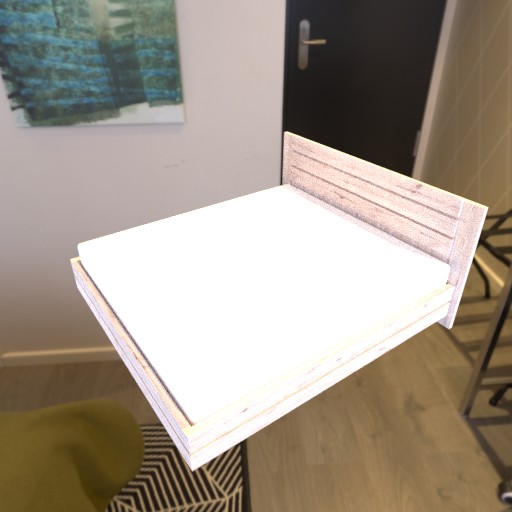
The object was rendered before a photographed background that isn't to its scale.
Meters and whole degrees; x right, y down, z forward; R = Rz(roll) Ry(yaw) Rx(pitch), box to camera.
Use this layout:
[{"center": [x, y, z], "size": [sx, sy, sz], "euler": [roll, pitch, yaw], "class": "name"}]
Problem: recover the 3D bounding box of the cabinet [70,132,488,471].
[{"center": [0.000, 0.000, 3.105], "size": [2.080, 0.970, 1.950], "euler": [-21, 37, -29], "class": "cabinet"}]
